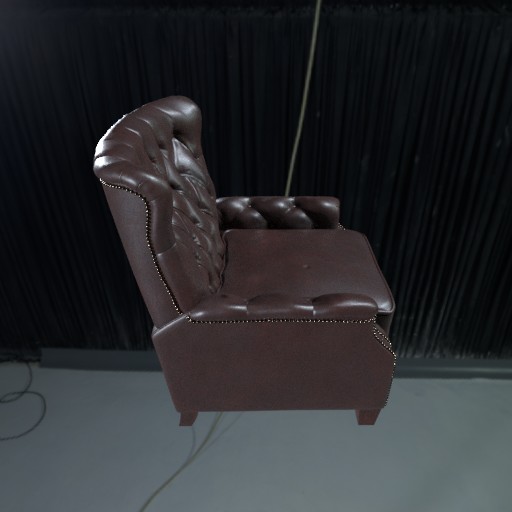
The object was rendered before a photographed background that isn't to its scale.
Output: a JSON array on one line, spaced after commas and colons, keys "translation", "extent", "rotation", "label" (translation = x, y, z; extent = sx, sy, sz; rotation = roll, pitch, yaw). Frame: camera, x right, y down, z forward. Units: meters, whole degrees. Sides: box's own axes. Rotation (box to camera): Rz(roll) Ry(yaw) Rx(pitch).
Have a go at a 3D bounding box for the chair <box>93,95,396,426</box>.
[{"translation": [0.000, 0.000, 1.447], "extent": [0.823, 0.864, 0.709], "rotation": [0, 32, 0], "label": "chair"}]
